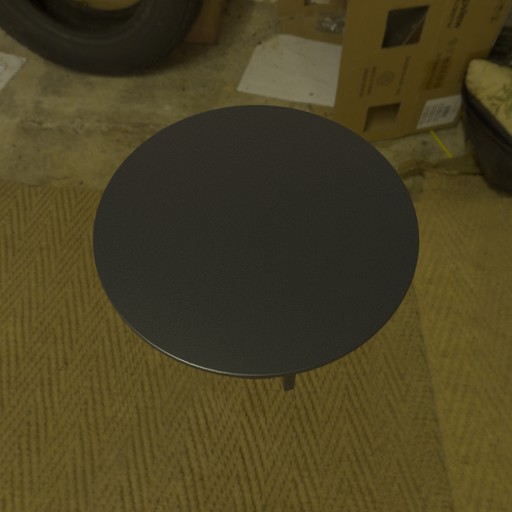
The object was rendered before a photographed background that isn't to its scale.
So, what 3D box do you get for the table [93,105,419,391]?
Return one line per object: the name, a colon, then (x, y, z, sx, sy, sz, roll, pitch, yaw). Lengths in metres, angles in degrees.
table: (0.000, 0.000, 1.457, 0.914, 0.457, 0.914, 0, 60, 0)
